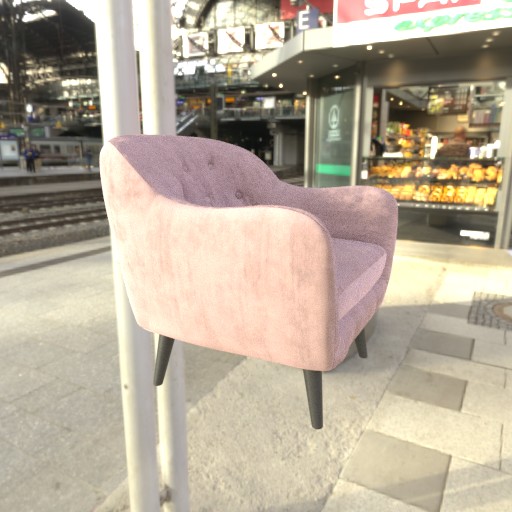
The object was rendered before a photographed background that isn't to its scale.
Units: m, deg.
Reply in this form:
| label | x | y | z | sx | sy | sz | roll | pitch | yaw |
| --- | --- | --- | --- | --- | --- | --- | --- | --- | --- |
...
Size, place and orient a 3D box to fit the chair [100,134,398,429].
| label | x | y | z | sx | sy | sz | roll | pitch | yaw |
| --- | --- | --- | --- | --- | --- | --- | --- | --- | --- |
| chair | 0.000 | 0.000 | 1.534 | 0.820 | 0.820 | 0.840 | 7 | 15 | 27 |
